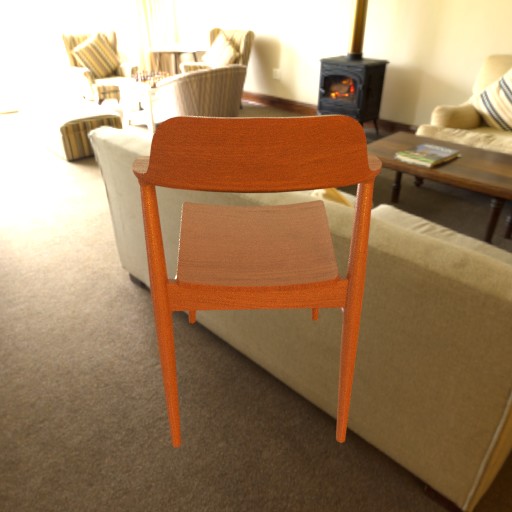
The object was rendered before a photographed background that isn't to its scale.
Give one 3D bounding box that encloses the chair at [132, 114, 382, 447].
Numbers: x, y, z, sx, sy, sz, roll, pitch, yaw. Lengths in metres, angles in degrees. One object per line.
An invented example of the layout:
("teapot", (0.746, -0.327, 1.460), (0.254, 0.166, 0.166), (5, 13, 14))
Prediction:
("chair", (0.000, 0.000, 1.113), (0.496, 0.801, 0.499), (-1, 31, -2))
